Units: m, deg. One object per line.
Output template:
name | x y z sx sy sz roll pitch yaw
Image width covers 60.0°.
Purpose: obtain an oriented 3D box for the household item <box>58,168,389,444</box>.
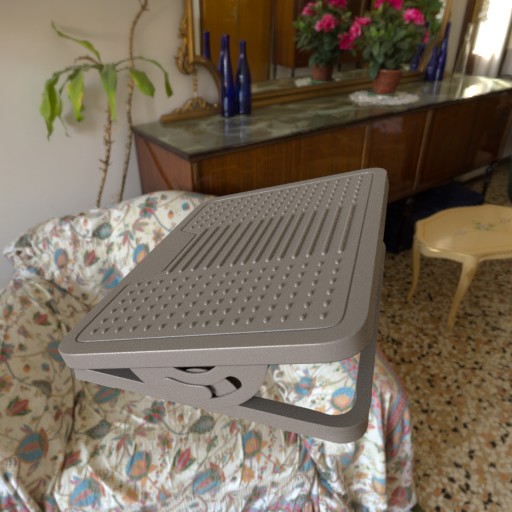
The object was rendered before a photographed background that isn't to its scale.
household item | 0.000 0.000 0.529 0.301 0.126 0.390 9 31 14
